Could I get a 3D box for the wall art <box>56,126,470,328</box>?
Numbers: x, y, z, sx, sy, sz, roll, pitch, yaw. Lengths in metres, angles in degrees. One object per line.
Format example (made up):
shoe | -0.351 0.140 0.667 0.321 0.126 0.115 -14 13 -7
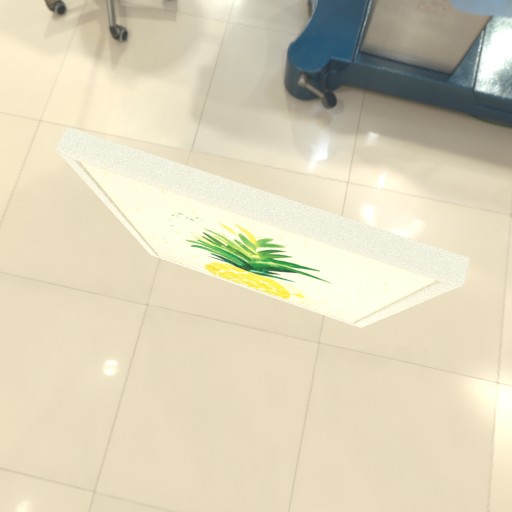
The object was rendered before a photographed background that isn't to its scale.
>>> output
wall art | 0.000 0.000 0.465 0.307 0.307 0.020 19 76 5
